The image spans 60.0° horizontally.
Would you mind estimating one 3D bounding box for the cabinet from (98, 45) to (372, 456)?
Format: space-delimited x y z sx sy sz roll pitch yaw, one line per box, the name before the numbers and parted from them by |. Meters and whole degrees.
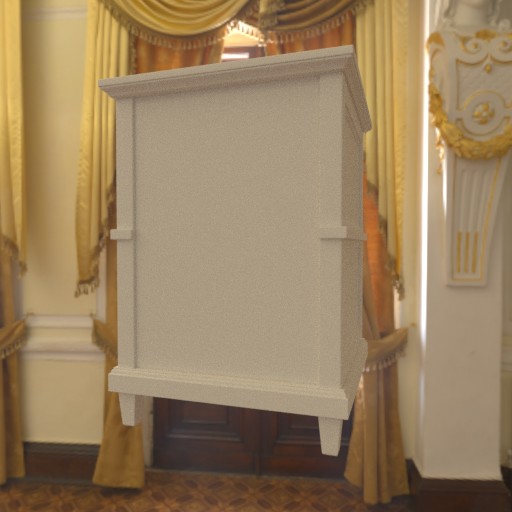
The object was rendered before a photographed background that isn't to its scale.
cabinet | 0.000 0.000 1.146 0.544 0.775 0.547 0 1 18
